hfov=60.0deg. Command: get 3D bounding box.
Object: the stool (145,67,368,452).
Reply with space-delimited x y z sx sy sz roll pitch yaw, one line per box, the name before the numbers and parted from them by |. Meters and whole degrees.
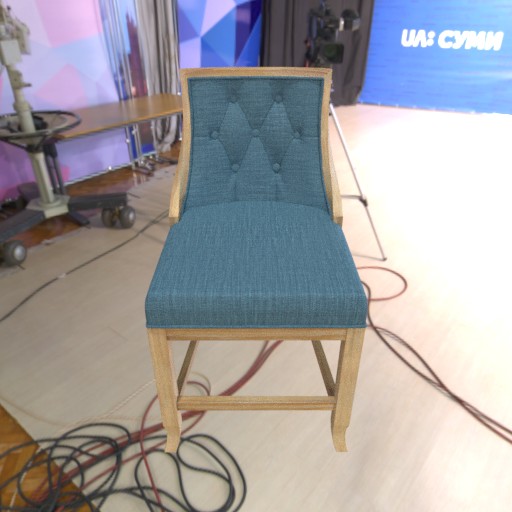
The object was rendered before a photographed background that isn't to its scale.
stool | 0.000 0.000 1.288 0.524 0.938 0.626 0 32 0
